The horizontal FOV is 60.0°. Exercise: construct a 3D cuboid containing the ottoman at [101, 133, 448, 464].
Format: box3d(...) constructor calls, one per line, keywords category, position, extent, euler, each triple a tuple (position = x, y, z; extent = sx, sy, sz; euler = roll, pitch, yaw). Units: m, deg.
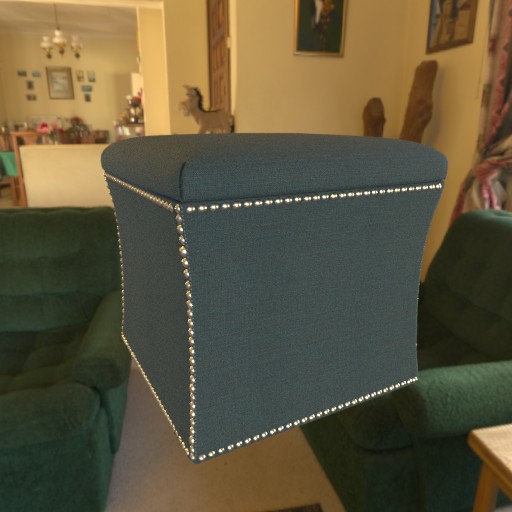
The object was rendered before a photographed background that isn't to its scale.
box3d(category="ottoman", position=(0.000, 0.000, 0.887), extent=(0.497, 0.475, 0.507), euler=(-9, 19, -27))
